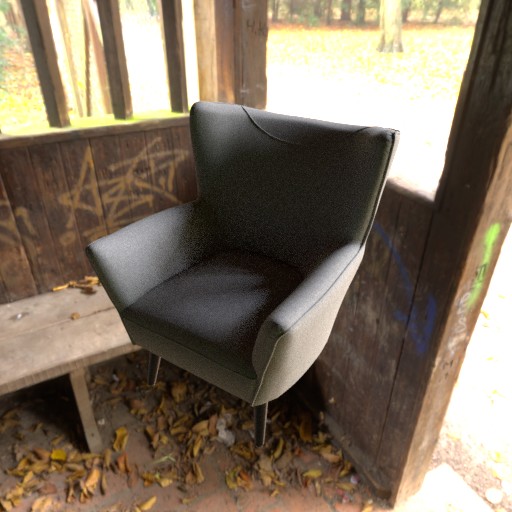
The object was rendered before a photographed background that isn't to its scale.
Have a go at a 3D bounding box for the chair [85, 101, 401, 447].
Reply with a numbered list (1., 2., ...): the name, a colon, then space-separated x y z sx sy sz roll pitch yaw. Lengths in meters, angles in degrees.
1. chair: 0.000 0.000 1.604 0.781 0.933 0.888 18 36 27
